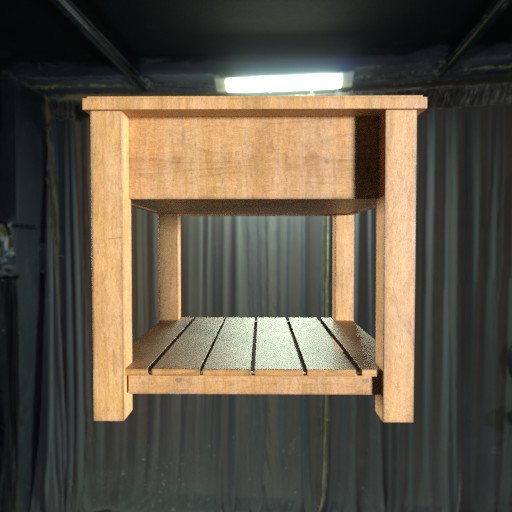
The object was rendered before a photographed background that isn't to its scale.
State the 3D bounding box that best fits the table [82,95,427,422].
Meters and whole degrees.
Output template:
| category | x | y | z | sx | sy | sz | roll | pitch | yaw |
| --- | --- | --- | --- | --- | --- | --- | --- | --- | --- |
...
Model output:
| category | x | y | z | sx | sy | sz | roll | pitch | yaw |
| --- | --- | --- | --- | --- | --- | --- | --- | --- | --- |
| table | 0.000 | 0.000 | 1.105 | 0.616 | 0.593 | 0.612 | 0 | 2 | 1 |
